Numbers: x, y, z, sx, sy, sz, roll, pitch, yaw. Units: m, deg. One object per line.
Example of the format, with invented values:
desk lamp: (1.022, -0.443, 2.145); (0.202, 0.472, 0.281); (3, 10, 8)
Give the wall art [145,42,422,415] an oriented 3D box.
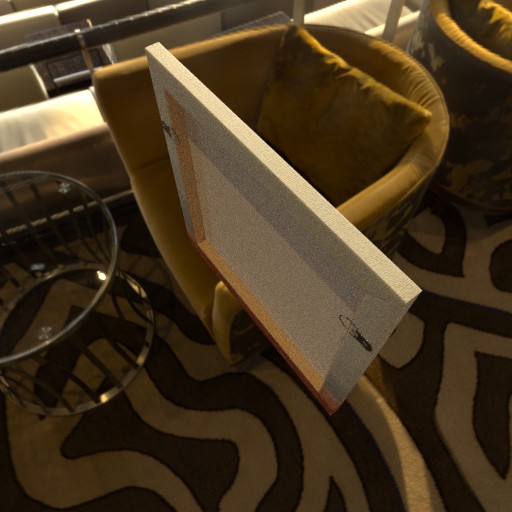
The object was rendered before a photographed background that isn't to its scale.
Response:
wall art: (0.000, 0.000, 0.898); (0.034, 0.605, 0.605); (-33, 64, -18)
